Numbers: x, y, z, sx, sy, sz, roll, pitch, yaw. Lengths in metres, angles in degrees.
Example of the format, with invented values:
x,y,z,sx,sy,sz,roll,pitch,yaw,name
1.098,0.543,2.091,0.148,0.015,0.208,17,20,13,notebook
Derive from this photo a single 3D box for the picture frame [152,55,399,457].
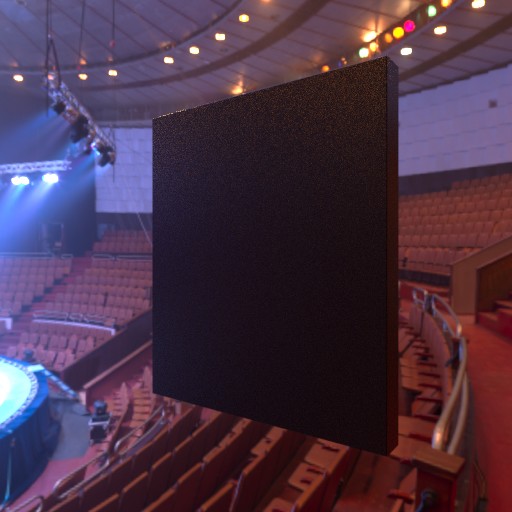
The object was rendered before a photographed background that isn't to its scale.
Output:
x,y,z,sx,sy,sz,roll,pitch,yaw,name
0.000,0.000,0.527,0.328,0.378,0.034,0,0,36,picture frame
